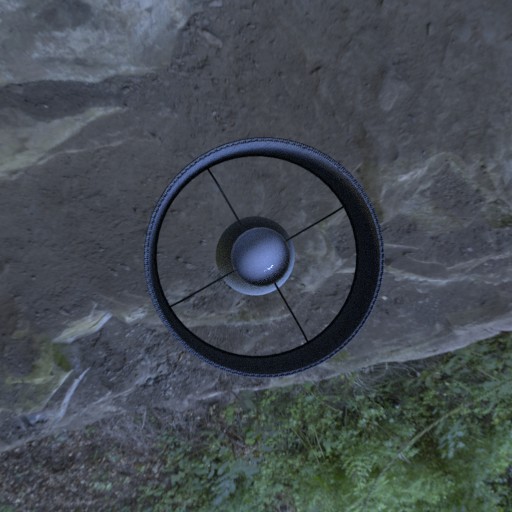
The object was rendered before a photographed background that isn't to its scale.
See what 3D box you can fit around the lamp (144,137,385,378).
[{"bbox_3d":[0.000,0.000,0.577,0.251,0.429,0.251,0,90,-2],"label":"lamp"}]
